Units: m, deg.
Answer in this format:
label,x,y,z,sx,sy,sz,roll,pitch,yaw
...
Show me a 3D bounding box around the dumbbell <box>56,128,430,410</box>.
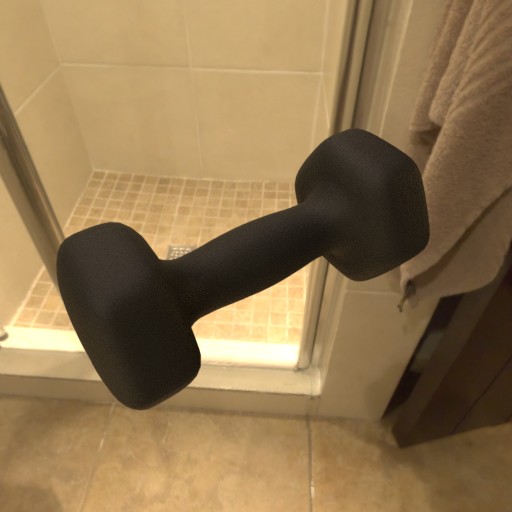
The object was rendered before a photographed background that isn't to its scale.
label,x,y,z,sx,sy,sz,roll,pitch,yaw
dumbbell,0.000,0.000,0.286,0.231,0.101,0.112,-25,51,-23
